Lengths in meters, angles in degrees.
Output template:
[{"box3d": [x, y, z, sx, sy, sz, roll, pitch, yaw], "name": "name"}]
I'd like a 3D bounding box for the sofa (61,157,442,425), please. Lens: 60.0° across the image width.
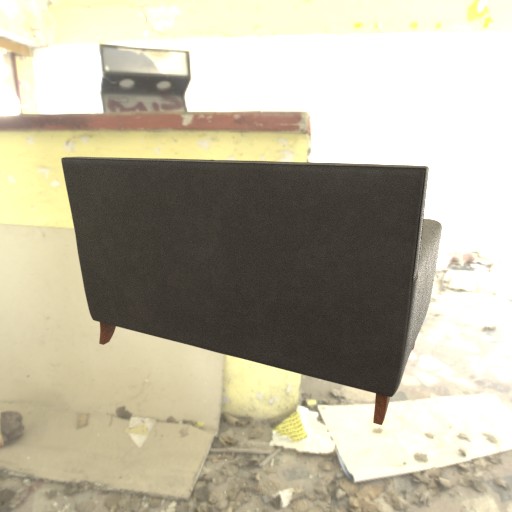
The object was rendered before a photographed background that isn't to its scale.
[{"box3d": [0.000, 0.000, 1.989, 1.473, 0.871, 0.787, 8, 17, 27], "name": "sofa"}]
